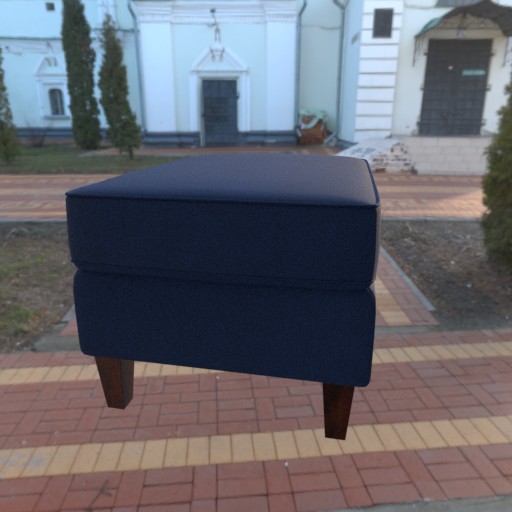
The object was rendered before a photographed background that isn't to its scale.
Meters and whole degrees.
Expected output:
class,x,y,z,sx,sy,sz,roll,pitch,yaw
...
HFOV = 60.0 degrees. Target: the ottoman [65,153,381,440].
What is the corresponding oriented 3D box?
class,x,y,z,sx,sy,sz,roll,pitch,yaw
ottoman,0.000,0.000,1.385,0.686,0.584,0.965,4,18,11
